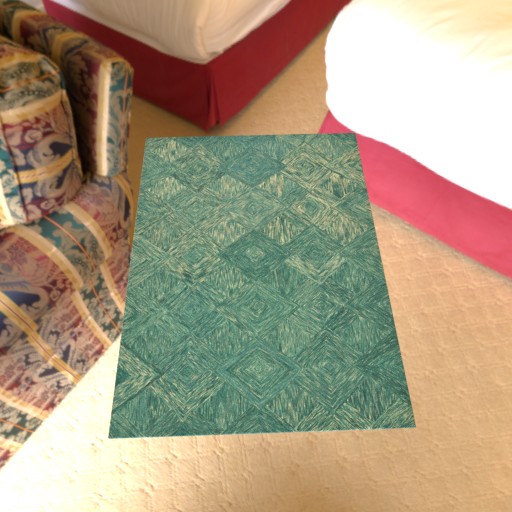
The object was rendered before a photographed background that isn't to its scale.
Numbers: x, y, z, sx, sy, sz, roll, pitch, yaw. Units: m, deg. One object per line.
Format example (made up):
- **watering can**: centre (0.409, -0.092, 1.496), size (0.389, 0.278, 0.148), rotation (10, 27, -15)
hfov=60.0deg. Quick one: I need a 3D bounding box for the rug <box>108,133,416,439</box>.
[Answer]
- **rug**: centre (0.000, 0.000, 4.277), size (2.405, 0.027, 3.217), rotation (-2, 59, -1)
